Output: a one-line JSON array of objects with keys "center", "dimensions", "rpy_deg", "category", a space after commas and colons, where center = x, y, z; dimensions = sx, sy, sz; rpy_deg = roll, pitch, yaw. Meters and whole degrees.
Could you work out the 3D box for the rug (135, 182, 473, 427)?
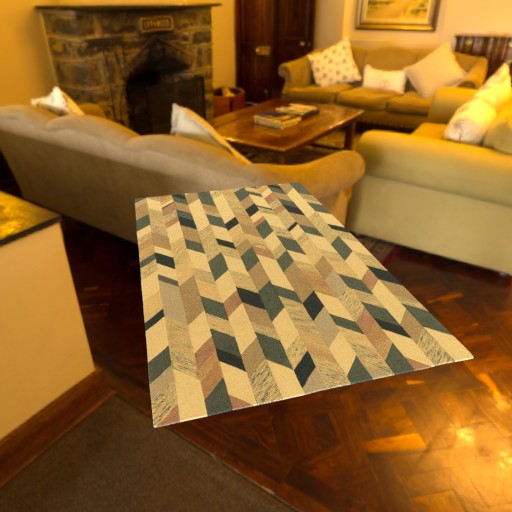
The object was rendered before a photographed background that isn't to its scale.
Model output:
[{"center": [0.000, 0.000, 2.959], "dimensions": [1.513, 0.008, 2.423], "rpy_deg": [-8, 31, -13], "category": "rug"}]
